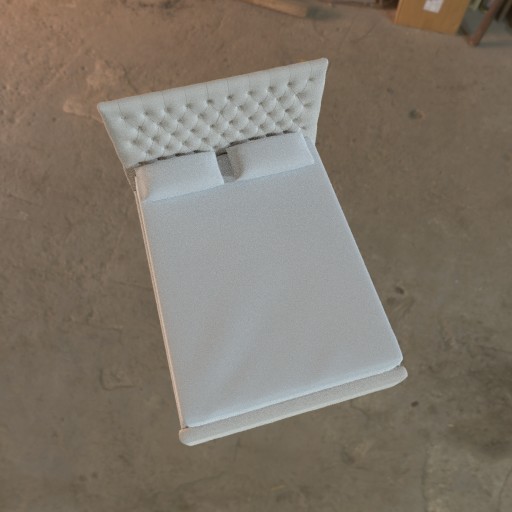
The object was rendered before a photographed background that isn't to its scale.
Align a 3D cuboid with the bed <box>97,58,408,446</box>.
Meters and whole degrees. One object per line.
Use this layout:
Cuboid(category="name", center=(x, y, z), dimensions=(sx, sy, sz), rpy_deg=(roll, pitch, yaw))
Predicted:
Cuboid(category="bed", center=(0.000, 0.000, 3.332), dimensions=(1.696, 1.426, 2.233), rpy_deg=(-14, 65, -7))
